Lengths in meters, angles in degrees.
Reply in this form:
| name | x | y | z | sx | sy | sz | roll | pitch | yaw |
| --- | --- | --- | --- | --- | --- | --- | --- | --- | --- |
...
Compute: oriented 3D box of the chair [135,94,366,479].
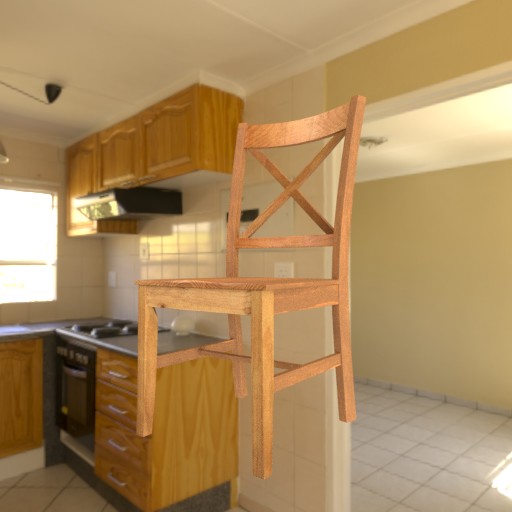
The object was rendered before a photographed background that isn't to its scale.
| name | x | y | z | sx | sy | sz | roll | pitch | yaw |
| --- | --- | --- | --- | --- | --- | --- | --- | --- | --- |
| chair | 0.000 | 0.000 | 1.307 | 0.485 | 0.983 | 0.542 | -1 | -1 | 36 |
